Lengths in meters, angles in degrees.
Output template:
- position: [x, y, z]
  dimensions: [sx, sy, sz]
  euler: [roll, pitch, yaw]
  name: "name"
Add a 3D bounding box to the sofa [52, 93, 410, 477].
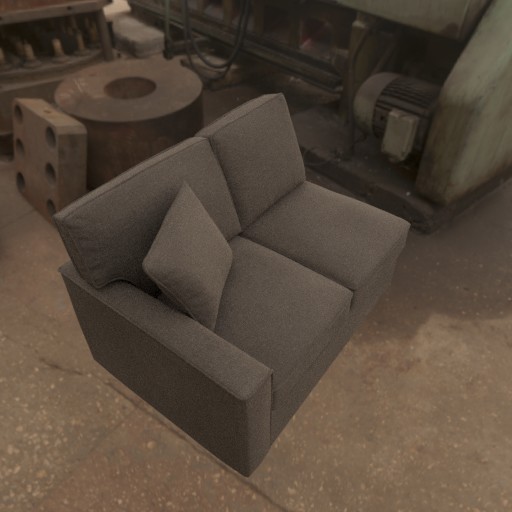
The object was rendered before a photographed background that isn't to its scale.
- position: [0.000, 0.000, 2.062]
  dimensions: [0.991, 0.989, 1.388]
  euler: [26, 48, 27]
  name: "sofa"
